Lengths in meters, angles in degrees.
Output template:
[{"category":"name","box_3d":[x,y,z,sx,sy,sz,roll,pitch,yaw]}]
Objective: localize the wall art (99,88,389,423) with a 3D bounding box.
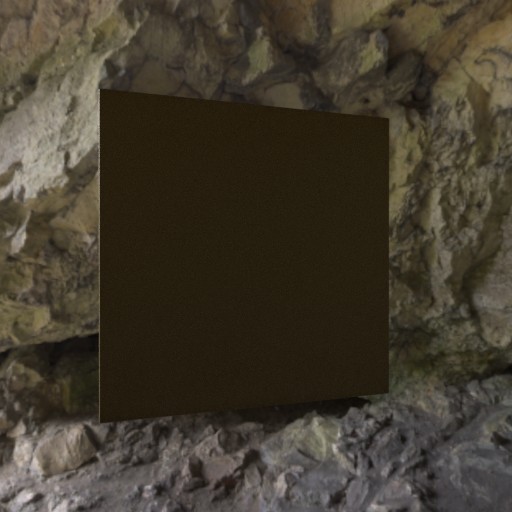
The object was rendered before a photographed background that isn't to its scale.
[{"category":"wall art","box_3d":[0.000,0.000,0.756,0.503,0.506,0.030,0,0,-17]}]
